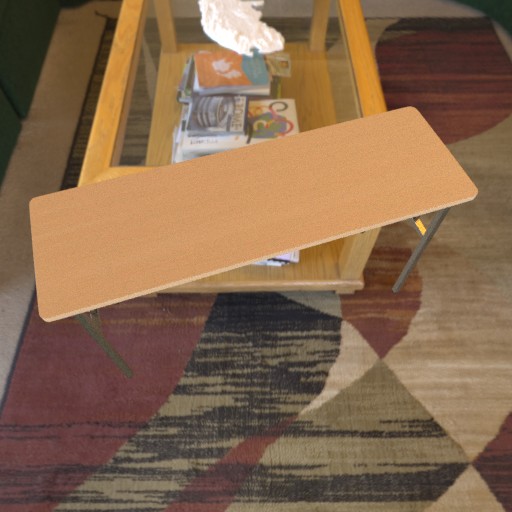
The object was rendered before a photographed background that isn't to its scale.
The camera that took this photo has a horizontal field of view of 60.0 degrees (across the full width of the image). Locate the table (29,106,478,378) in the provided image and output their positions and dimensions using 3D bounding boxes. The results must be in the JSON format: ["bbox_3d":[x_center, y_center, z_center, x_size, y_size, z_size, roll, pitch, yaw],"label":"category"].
[{"bbox_3d":[0.000,0.000,1.754,1.397,0.750,0.446,-16,60,-9],"label":"table"}]
